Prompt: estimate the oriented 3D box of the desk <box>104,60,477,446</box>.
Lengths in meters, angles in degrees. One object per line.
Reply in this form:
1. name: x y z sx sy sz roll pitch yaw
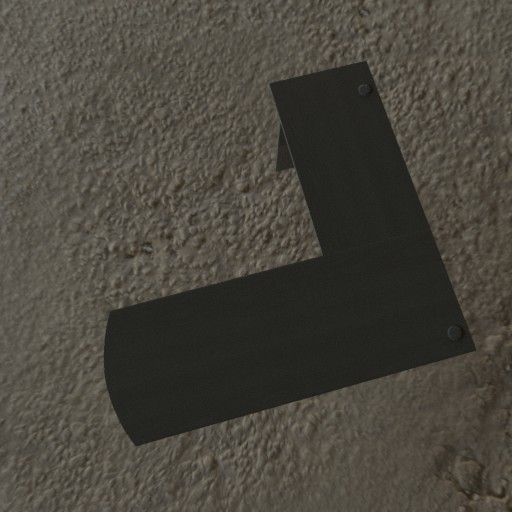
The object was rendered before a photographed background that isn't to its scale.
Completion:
1. desk: 0.000 0.000 2.112 1.361 0.716 1.303 -14 76 -4
